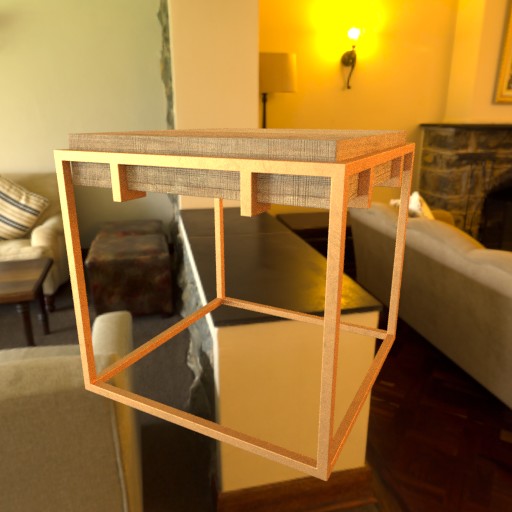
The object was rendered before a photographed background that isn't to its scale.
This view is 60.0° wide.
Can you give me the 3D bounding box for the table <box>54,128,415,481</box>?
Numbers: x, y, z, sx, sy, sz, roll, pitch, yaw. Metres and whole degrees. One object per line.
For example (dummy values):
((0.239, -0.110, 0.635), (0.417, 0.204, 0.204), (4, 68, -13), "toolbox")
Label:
((0.000, 0.000, 1.084), (0.599, 0.584, 0.599), (9, 19, 26), "table")
